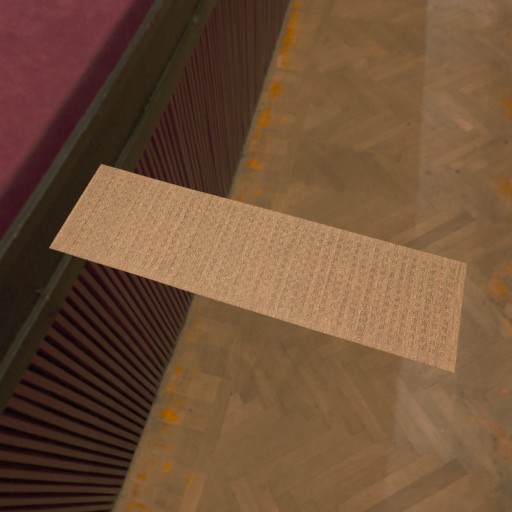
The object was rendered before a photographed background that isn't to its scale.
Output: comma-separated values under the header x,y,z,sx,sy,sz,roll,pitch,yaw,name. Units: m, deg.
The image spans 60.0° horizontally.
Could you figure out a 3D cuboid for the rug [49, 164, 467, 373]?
x,y,z,sx,sy,sz,roll,pitch,yaw,name
0.000,0.000,2.681,2.437,0.005,0.688,16,63,8,rug
